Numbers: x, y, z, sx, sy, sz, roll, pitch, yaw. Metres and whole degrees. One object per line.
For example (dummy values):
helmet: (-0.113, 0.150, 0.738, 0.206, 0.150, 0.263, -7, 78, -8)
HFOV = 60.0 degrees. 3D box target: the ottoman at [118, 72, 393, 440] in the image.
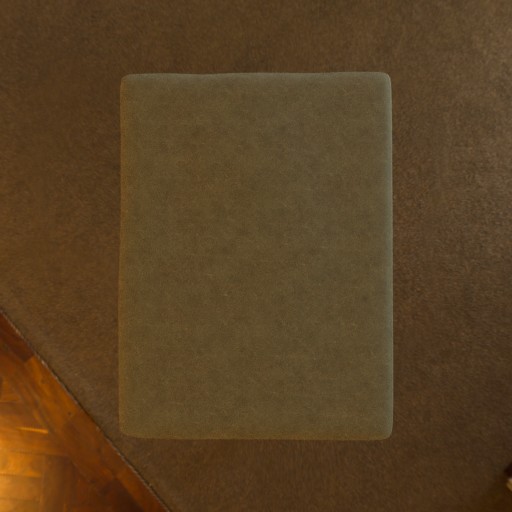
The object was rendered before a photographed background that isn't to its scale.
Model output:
ottoman: (0.000, 0.000, 1.206, 0.639, 0.464, 0.839, 0, 89, 1)
